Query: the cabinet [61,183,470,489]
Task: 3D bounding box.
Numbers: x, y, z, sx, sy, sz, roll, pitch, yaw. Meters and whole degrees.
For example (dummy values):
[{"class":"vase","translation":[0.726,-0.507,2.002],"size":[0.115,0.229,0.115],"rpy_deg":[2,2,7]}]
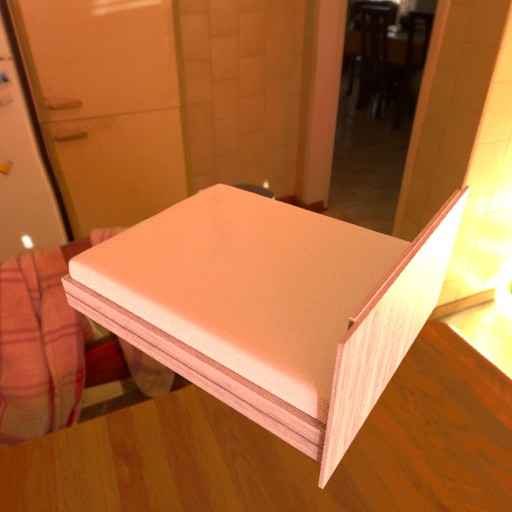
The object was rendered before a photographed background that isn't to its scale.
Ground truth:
[{"class":"cabinet","translation":[0.000,0.000,2.984],"size":[2.080,0.970,1.750],"rpy_deg":[22,39,30]}]
